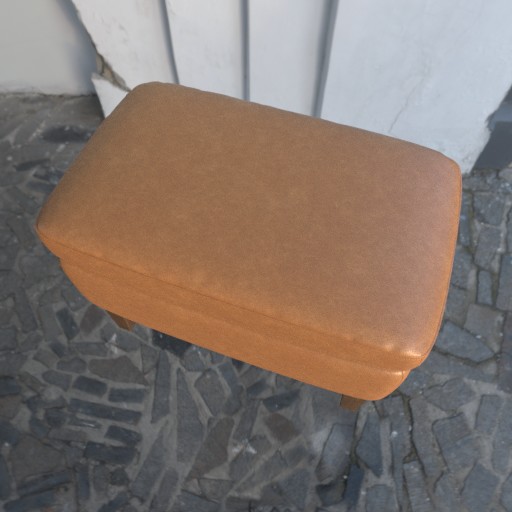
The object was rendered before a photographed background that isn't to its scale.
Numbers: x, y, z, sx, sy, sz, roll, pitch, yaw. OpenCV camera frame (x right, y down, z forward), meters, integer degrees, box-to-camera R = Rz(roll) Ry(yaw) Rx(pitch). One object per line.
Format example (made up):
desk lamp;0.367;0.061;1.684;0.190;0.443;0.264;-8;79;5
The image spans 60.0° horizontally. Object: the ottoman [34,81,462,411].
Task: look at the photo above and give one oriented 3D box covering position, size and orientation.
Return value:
ottoman;0.000;0.000;0.929;0.670;0.480;0.420;17;61;10
